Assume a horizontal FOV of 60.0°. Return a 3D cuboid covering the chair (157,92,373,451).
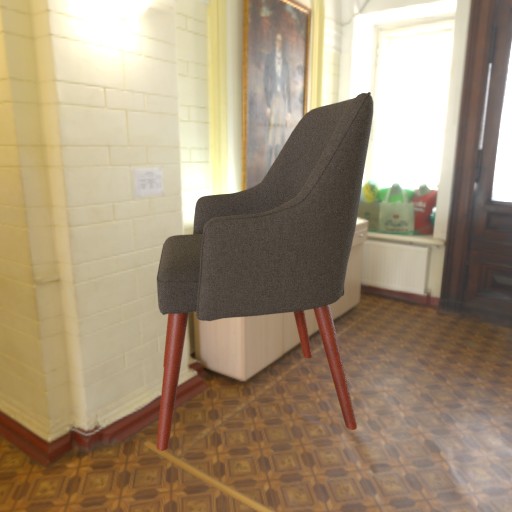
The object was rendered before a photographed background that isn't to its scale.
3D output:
[{"bbox_3d":[0.000,0.000,1.231,0.560,0.838,0.559,-2,13,-9],"label":"chair"}]
